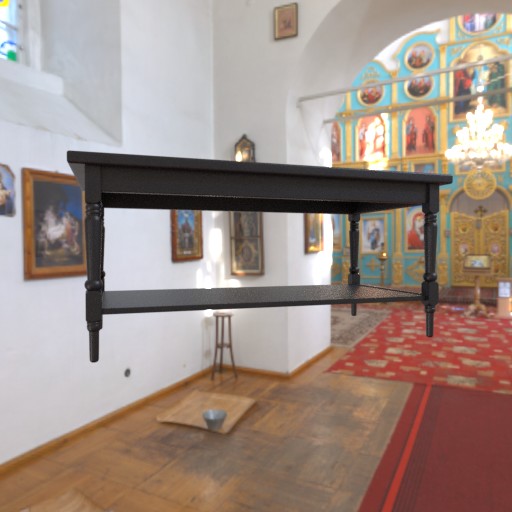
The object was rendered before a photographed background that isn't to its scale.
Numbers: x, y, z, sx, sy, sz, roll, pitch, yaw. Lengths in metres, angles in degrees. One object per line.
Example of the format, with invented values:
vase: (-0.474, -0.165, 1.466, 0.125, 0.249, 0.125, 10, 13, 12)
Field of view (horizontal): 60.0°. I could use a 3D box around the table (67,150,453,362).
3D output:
table: (0.000, 0.000, 1.470, 1.107, 0.510, 0.550, 0, 1, -18)
